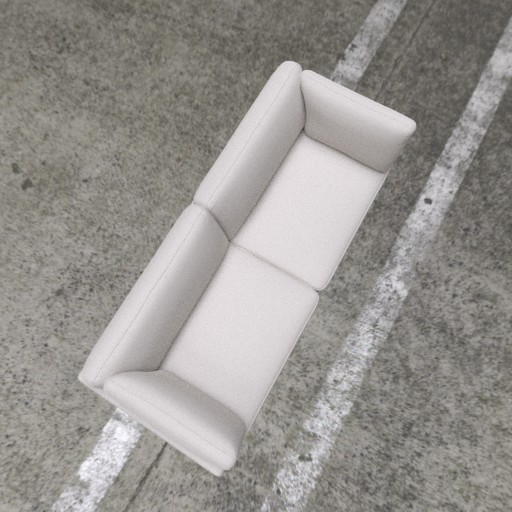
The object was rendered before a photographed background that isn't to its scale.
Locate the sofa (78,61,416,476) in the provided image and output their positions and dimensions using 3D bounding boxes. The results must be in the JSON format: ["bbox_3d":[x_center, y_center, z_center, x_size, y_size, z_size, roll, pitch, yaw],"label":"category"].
[{"bbox_3d":[0.000,0.000,2.748,0.957,0.863,2.301,29,77,7],"label":"sofa"}]
